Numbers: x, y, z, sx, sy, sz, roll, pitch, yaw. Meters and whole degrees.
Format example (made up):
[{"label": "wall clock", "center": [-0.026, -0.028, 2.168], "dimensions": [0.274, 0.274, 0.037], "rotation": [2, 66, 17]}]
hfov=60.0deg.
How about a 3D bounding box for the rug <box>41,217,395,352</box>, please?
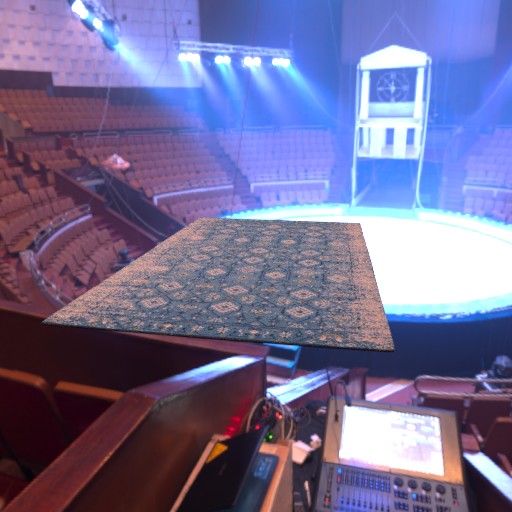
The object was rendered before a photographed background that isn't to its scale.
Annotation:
[{"label": "rug", "center": [0.000, 0.000, 2.170], "dimensions": [1.102, 0.008, 1.795], "rotation": [3, 16, 9]}]
